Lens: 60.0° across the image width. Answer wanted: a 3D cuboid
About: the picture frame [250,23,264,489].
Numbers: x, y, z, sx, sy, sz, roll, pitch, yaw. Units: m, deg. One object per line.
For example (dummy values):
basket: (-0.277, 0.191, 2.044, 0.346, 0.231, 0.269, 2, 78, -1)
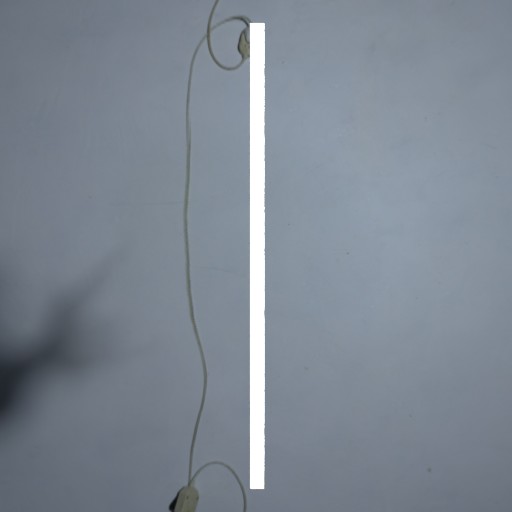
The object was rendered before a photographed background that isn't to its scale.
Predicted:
picture frame: (0.000, 0.000, 1.225, 0.029, 0.640, 0.950, 0, 90, 0)
